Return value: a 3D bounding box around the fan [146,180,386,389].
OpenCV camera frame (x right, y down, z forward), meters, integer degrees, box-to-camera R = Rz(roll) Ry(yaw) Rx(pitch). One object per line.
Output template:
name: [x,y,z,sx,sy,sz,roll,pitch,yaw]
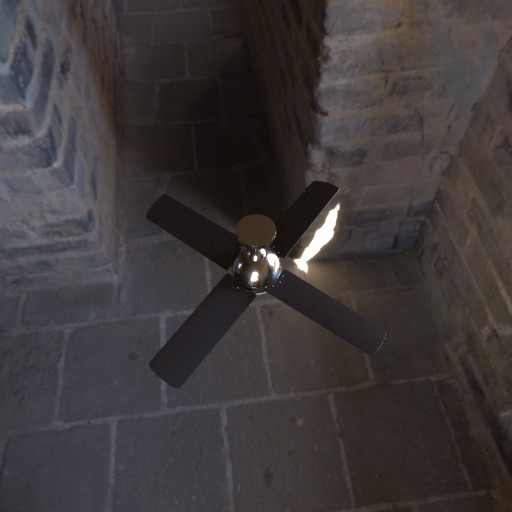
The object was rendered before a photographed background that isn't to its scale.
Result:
fan: [0.000,0.000,2.037,1.332,0.403,1.332,31,62,19]
